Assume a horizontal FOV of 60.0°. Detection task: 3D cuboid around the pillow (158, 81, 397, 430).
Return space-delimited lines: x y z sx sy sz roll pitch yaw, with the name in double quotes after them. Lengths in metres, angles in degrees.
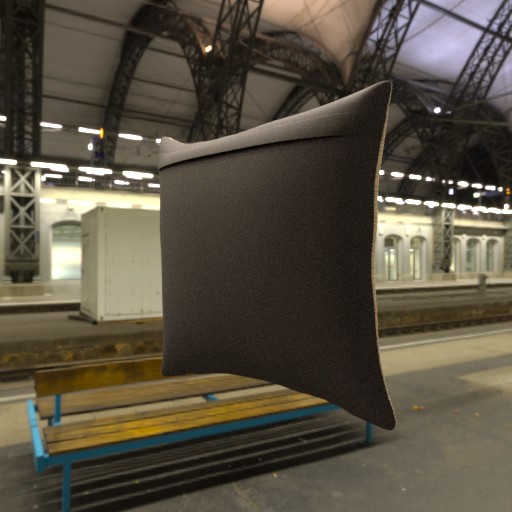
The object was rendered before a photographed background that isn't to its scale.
0.000 0.000 0.633 0.405 0.406 0.173 0 -1 38 "pillow"
